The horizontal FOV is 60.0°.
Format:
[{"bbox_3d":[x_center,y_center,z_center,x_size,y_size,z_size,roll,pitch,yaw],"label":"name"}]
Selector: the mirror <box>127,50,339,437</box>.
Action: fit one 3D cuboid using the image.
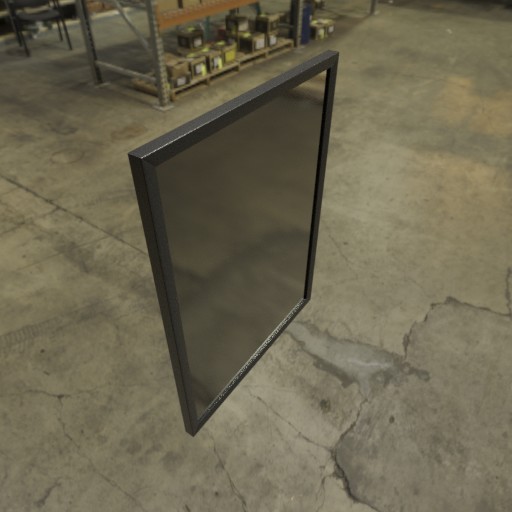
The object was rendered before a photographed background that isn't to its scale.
[{"bbox_3d":[0.000,0.000,1.364,0.040,1.016,0.762,25,47,26],"label":"mirror"}]
